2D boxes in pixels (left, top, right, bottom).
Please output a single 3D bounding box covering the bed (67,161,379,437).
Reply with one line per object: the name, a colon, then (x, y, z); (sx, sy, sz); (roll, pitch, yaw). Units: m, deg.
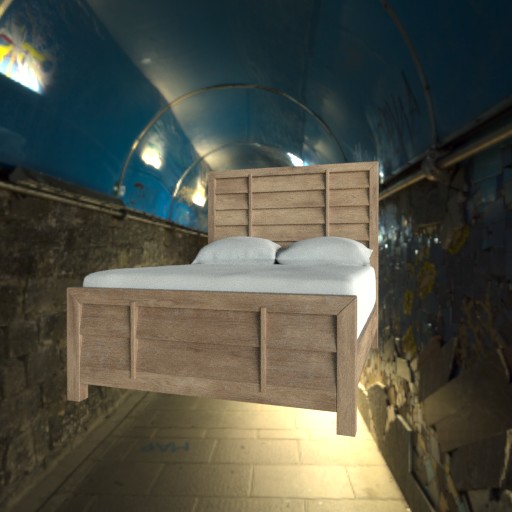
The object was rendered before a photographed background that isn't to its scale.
bed: (0.000, 0.000, 3.218); (1.615, 1.631, 2.017); (0, 1, 18)
